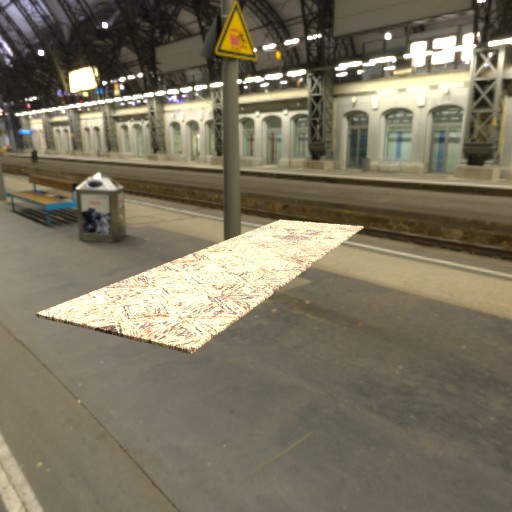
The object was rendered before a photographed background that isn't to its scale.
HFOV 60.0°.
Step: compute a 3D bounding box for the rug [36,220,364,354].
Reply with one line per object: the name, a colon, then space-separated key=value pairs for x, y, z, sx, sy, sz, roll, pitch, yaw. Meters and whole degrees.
rug: x=0.000 y=0.000 z=2.475 sx=0.688 sy=0.015 sz=2.292 roll=7 pitch=16 yaw=25
